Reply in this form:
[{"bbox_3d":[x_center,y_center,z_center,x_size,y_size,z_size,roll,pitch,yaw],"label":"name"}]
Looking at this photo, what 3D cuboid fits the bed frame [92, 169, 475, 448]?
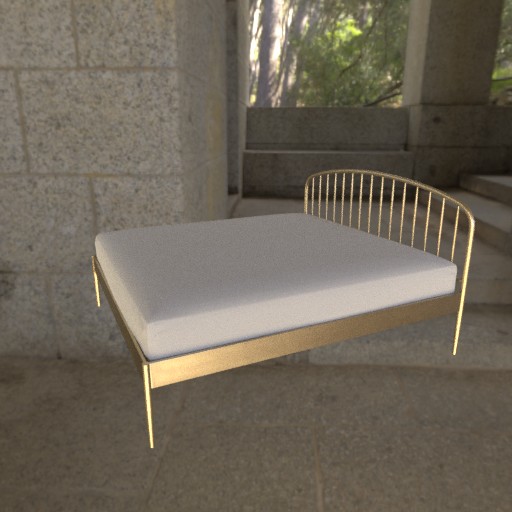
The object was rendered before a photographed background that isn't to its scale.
[{"bbox_3d":[0.000,0.000,3.341,2.152,1.174,2.016,-8,18,-25],"label":"bed frame"}]
